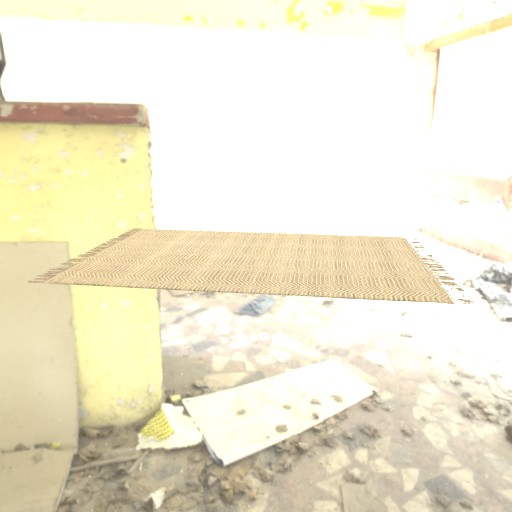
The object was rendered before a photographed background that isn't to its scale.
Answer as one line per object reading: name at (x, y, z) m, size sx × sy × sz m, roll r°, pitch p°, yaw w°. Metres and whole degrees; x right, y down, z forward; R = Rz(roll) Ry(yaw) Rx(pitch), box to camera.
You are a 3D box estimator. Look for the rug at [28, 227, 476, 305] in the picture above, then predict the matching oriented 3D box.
rug at (0.000, 0.000, 2.525) m, size 2.021 × 0.027 × 1.224 m, roll 2°, pitch 16°, yaw 8°
